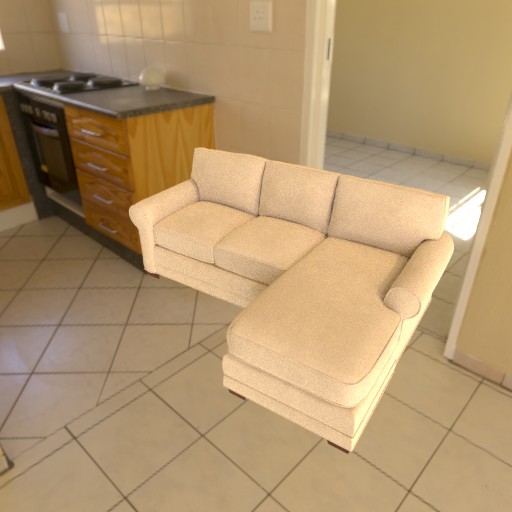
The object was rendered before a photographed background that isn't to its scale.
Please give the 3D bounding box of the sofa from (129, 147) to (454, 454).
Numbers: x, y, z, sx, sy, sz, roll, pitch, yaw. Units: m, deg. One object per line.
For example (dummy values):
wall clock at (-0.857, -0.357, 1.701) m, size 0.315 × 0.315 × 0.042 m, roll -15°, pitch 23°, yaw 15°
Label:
sofa at (0.000, 0.000, 2.371) m, size 1.770 × 0.734 × 1.226 m, roll 18°, pitch 34°, yaw 29°
